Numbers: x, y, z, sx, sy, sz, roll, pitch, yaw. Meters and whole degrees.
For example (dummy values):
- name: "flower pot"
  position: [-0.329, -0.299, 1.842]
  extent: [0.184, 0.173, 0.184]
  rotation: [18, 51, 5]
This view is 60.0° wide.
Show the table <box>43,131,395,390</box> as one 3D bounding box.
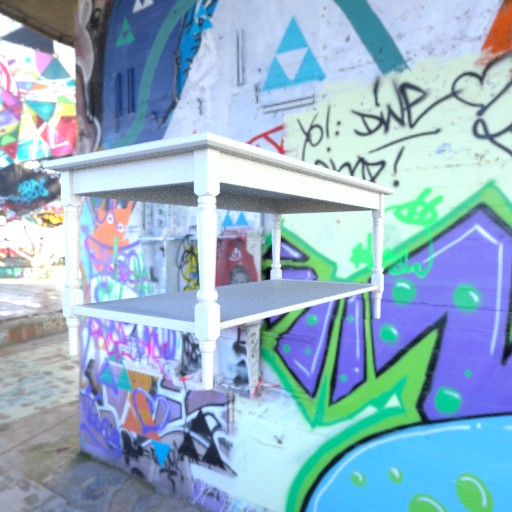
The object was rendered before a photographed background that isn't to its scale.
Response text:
- name: "table"
  position: [0.000, 0.000, 1.434]
  extent: [0.551, 0.506, 1.109]
  rotation: [1, 2, 35]
